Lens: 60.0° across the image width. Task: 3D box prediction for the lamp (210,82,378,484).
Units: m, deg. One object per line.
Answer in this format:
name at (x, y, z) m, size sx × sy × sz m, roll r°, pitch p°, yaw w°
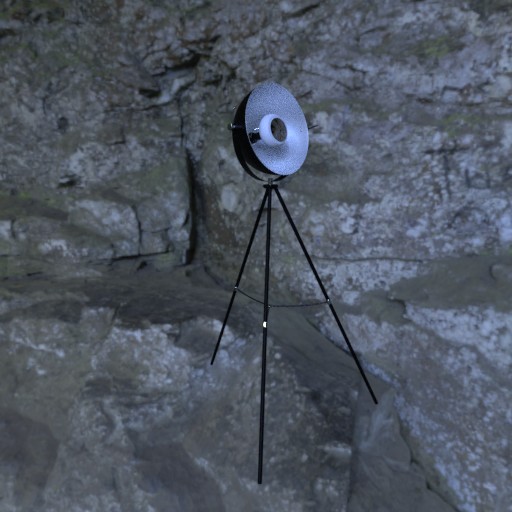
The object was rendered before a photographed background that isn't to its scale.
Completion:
lamp at (0.000, 0.000, 2.073) m, size 0.920 × 1.512 × 0.817 m, roll 13°, pitch 19°, yaw 43°
